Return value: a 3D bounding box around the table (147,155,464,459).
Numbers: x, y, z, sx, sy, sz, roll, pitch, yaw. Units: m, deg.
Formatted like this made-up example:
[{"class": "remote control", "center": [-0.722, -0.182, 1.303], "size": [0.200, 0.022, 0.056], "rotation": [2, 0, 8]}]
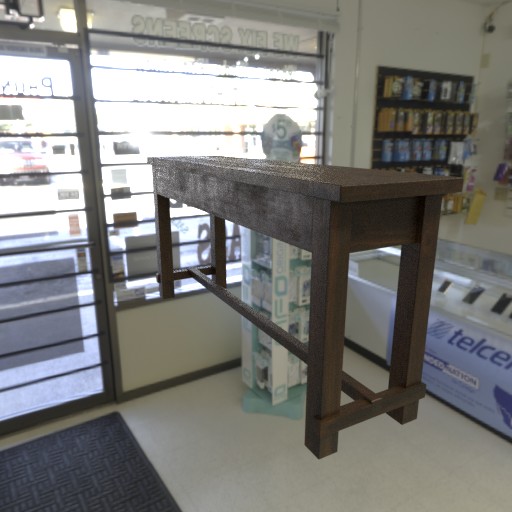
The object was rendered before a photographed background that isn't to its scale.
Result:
[{"class": "table", "center": [0.000, 0.000, 1.860], "size": [0.442, 0.762, 1.599], "rotation": [-8, 17, -28]}]
